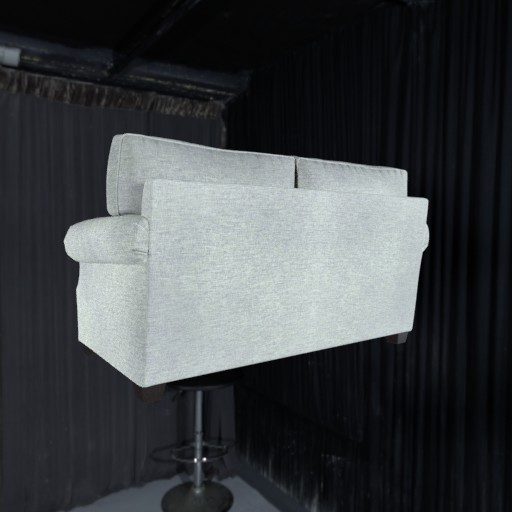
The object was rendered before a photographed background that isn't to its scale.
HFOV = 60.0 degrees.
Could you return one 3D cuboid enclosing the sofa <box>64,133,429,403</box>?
[{"bbox_3d":[0.000,0.000,2.266,1.701,0.966,0.966,-2,4,-36],"label":"sofa"}]
